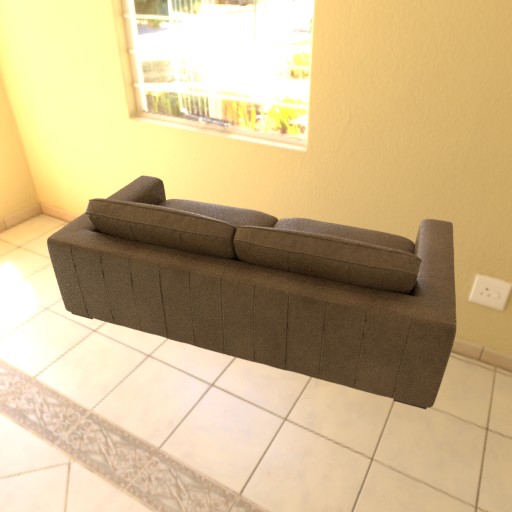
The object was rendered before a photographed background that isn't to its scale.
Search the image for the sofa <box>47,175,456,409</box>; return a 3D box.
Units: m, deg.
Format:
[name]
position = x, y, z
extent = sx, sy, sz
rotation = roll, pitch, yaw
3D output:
[sofa]
position = 0.000, 0.000, 2.761
extent = 2.262, 0.801, 1.070
rotation = 11, 34, 17
